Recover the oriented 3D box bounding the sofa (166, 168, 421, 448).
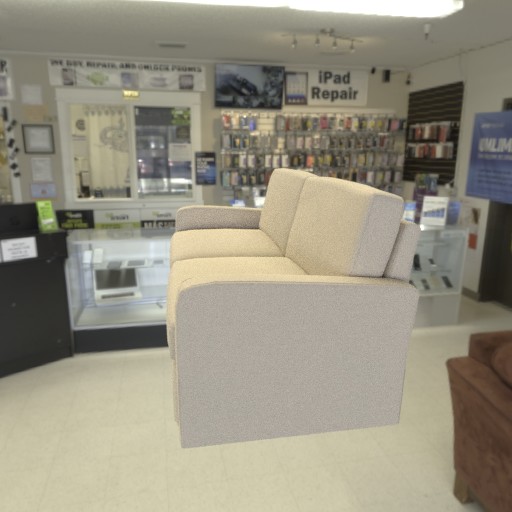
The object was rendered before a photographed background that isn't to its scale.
[{"bbox_3d":[0.000,0.000,2.287,0.894,0.831,1.808,-2,14,-10],"label":"sofa"}]
